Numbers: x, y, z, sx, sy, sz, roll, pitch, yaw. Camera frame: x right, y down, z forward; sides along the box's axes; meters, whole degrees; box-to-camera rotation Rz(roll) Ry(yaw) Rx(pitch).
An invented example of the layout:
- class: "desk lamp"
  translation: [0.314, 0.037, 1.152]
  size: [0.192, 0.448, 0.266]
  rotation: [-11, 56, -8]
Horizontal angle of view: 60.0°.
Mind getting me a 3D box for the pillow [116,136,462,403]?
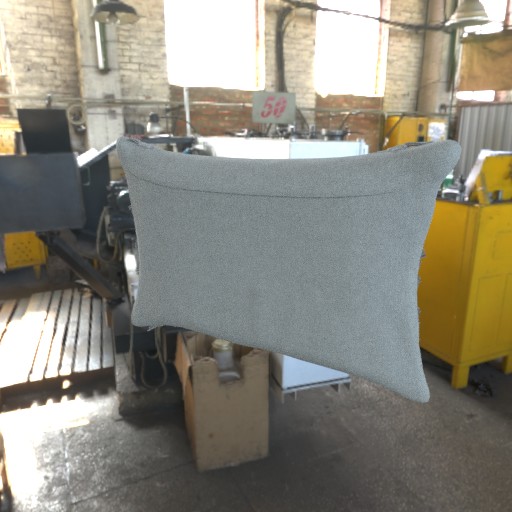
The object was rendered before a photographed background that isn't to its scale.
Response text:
- class: "pillow"
  translation: [0.000, 0.000, 0.586]
  size: [0.466, 0.305, 0.084]
  rotation: [8, 17, 27]
